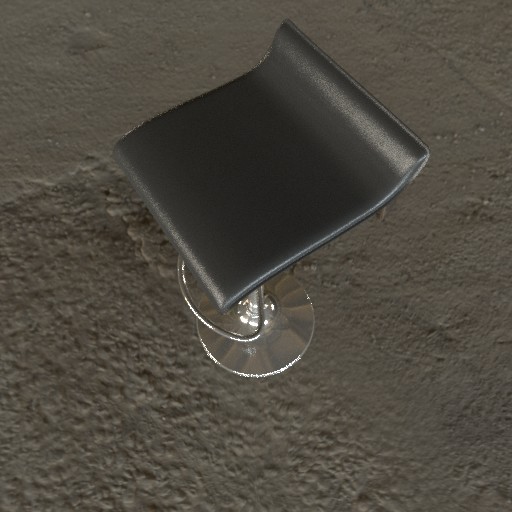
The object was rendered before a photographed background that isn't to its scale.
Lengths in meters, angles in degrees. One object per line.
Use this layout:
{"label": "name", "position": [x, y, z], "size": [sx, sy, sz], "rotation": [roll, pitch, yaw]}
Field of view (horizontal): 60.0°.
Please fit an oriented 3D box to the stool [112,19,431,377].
{"label": "stool", "position": [0.000, 0.000, 1.046], "size": [0.381, 0.851, 0.381], "rotation": [-31, 67, -15]}
